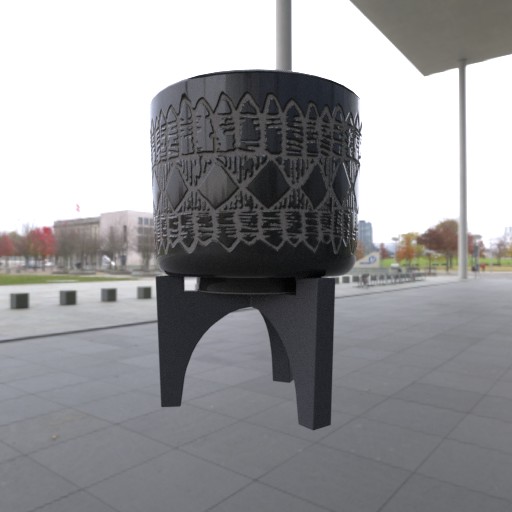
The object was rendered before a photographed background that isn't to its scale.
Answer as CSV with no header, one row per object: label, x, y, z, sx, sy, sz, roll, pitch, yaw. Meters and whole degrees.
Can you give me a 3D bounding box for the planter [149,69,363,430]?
planter,0.000,0.000,0.273,0.129,0.177,0.129,0,-1,0
